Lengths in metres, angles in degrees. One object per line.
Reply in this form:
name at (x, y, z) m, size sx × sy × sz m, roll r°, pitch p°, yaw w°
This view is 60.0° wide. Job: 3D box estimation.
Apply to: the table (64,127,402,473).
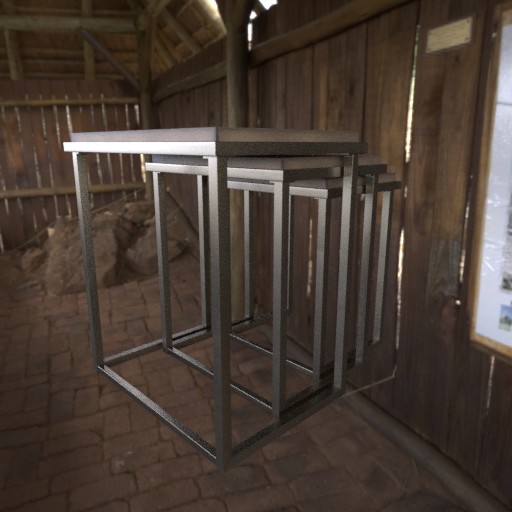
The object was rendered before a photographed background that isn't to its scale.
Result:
table at (0.000, 0.000, 1.144) m, size 0.706 × 0.610 × 0.559 m, roll -13°, pitch 19°, yaw -42°
